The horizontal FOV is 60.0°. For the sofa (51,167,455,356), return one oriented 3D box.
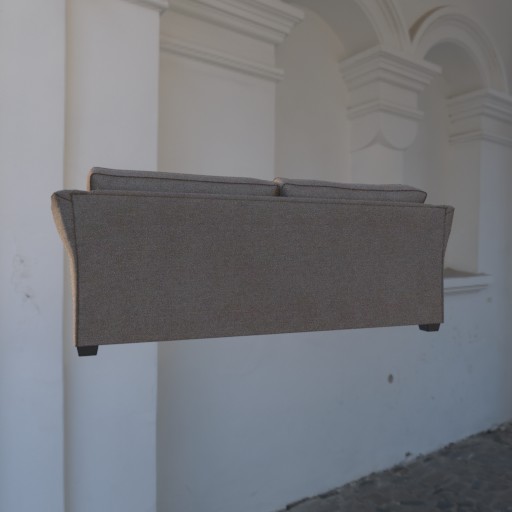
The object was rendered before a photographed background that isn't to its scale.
[{"bbox_3d":[0.000,0.000,2.786,2.270,0.906,0.986,0,1,-19],"label":"sofa"}]
